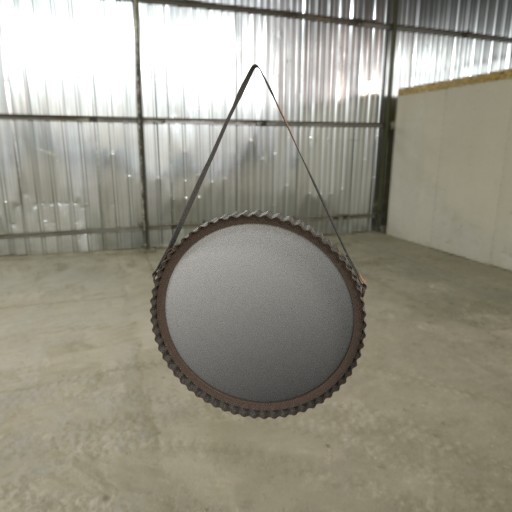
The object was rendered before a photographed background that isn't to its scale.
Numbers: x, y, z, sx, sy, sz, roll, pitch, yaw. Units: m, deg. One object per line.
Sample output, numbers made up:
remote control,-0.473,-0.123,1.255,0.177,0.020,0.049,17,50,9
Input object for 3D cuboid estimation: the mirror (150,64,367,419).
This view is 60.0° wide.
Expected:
mirror,0.000,0.000,0.709,0.355,0.568,0.042,2,15,9
